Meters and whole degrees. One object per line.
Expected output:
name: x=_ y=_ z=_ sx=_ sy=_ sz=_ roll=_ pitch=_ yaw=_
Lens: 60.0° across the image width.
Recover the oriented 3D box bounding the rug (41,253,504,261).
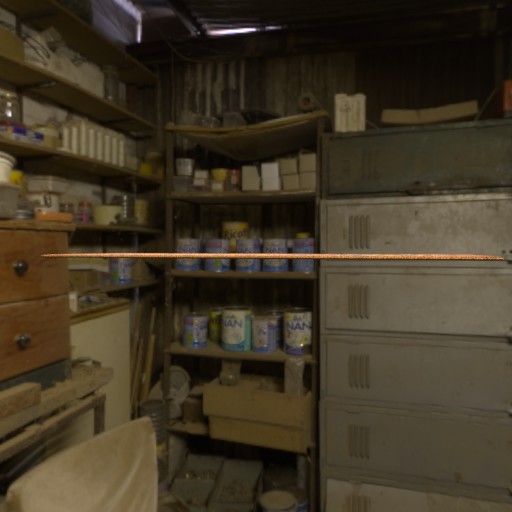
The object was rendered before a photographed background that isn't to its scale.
rug: x=0.000 y=0.000 z=1.936 sx=1.820 sy=0.013 sz=0.556 roll=0 pitch=1 yaw=18
